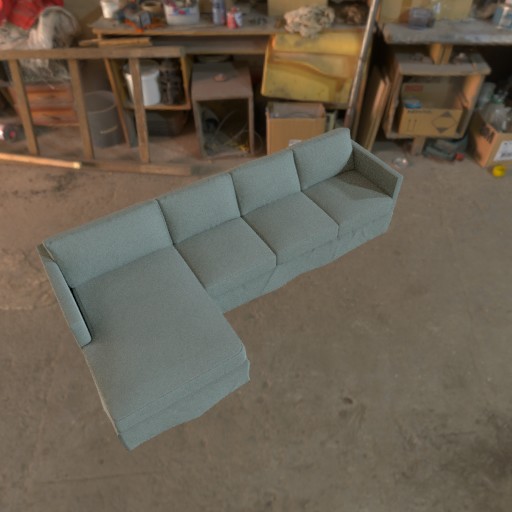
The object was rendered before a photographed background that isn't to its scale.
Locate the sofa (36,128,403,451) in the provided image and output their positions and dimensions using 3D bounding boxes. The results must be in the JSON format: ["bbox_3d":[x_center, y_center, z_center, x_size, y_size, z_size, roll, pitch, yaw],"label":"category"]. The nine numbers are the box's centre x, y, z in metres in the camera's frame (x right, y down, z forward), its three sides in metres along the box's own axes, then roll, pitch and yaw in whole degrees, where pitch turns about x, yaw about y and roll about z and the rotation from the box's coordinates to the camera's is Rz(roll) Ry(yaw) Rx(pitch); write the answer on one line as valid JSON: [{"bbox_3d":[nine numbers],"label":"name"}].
[{"bbox_3d":[0.000,0.000,3.849,3.205,0.922,1.650,-25,52,-22],"label":"sofa"}]
